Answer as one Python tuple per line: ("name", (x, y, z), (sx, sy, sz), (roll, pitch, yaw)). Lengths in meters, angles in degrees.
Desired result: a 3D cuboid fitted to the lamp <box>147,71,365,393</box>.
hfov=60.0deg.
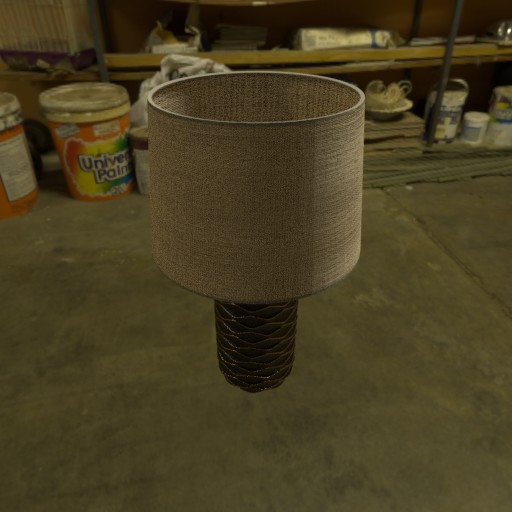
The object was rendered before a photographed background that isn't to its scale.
("lamp", (0.000, 0.000, 0.834), (0.376, 0.594, 0.376), (0, 33, 0))
